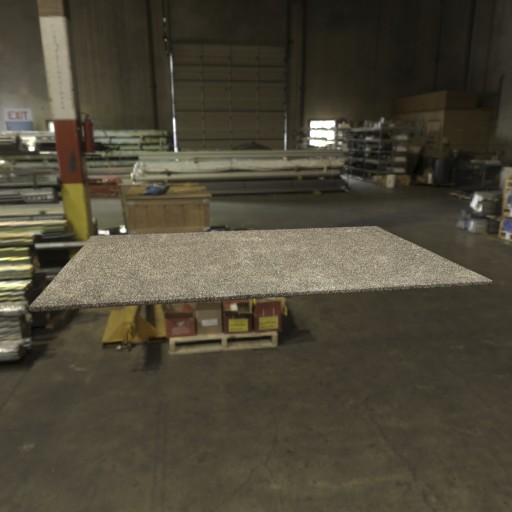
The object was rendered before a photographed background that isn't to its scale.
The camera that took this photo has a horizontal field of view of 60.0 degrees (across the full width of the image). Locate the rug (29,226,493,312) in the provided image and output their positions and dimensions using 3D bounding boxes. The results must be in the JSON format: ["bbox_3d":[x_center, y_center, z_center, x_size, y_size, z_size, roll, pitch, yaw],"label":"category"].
[{"bbox_3d":[0.000,0.000,2.914,2.350,0.025,1.502,-2,16,-9],"label":"rug"}]
